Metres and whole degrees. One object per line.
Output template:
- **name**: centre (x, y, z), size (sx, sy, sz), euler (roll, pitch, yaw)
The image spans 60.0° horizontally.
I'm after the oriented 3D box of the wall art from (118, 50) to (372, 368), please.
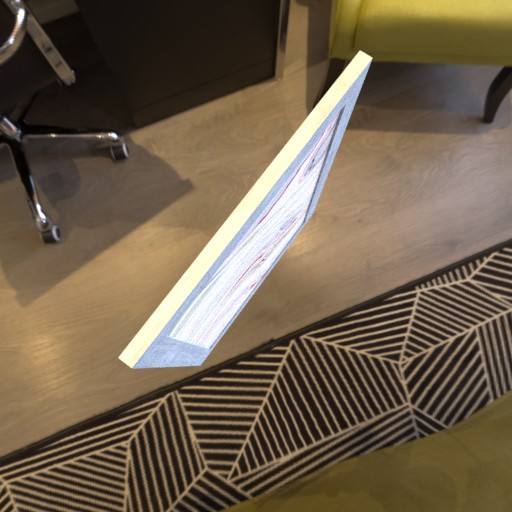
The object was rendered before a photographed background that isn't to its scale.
- **wall art**: centre (0.000, 0.000, 0.824), size (0.020, 0.613, 0.481), euler (36, 79, 8)
